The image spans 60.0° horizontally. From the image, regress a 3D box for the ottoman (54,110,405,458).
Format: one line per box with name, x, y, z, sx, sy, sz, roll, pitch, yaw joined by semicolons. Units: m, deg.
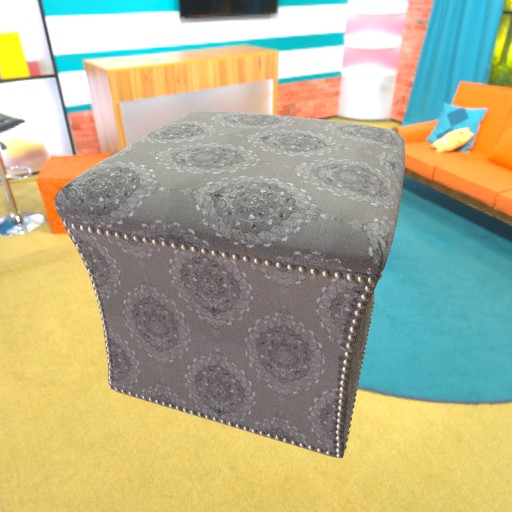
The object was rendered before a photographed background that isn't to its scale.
ottoman;0.000;0.000;0.892;0.507;0.473;0.497;10;34;16
